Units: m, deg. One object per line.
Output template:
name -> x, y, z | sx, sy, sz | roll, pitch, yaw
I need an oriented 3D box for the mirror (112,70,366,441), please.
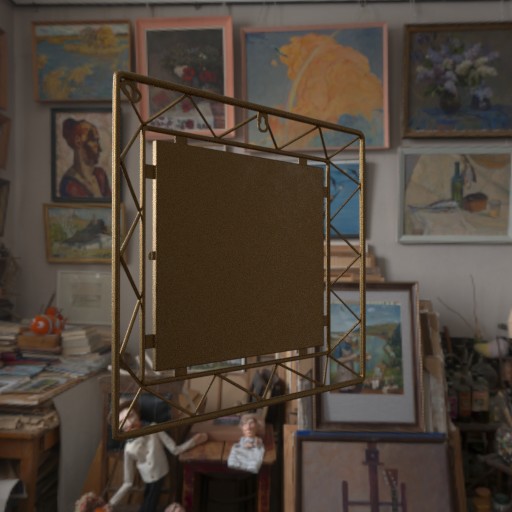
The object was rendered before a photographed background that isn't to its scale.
mirror -> 0.000, 0.000, 0.625 | 0.416, 0.414, 0.046 | 0, -1, -36
